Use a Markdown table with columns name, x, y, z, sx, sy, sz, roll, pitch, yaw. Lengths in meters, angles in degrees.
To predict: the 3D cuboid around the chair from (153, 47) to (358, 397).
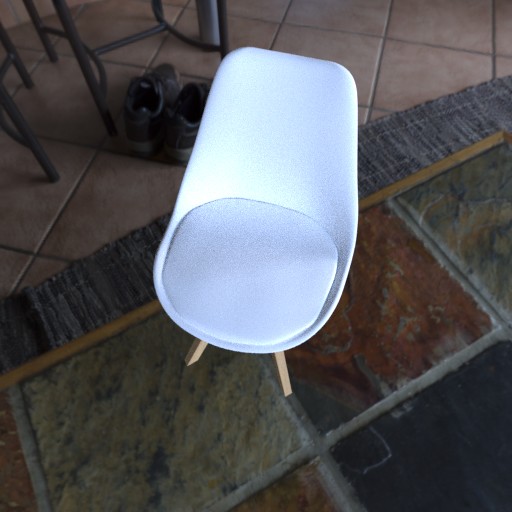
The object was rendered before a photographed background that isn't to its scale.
| name | x | y | z | sx | sy | sz | roll | pitch | yaw |
| --- | --- | --- | --- | --- | --- | --- | --- | --- | --- |
| chair | 0.000 | 0.000 | 1.183 | 0.485 | 0.849 | 0.550 | 15 | 60 | 9 |
